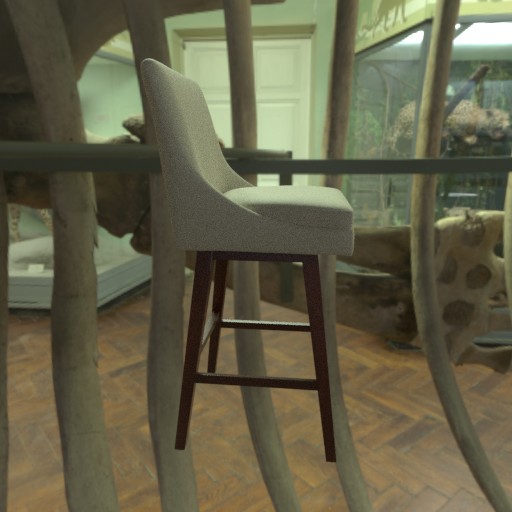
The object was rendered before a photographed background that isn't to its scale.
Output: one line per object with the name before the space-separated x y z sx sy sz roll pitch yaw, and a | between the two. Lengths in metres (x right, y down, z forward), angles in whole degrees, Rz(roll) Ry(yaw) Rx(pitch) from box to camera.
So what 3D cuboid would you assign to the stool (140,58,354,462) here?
stool | 0.000 0.000 1.387 0.559 1.097 0.470 2 15 6
